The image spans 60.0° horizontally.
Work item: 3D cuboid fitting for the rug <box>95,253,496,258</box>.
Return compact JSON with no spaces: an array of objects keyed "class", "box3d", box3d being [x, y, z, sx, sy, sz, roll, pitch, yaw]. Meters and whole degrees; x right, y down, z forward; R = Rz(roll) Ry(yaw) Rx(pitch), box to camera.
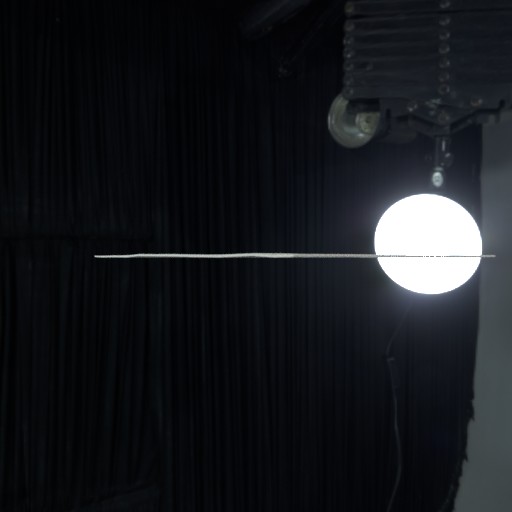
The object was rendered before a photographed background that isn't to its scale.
[{"class":"rug","box3d":[0.000,0.000,1.051,0.511,0.008,0.869,0,0,-36]}]
